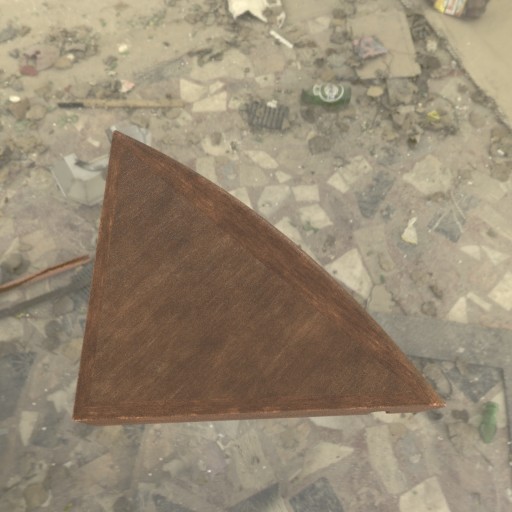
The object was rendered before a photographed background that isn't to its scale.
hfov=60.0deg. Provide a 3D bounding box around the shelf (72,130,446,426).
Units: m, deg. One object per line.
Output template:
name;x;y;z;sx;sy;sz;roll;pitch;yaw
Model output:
shelf;0.000;0.000;0.450;0.310;0.050;0.310;-2;64;-1
